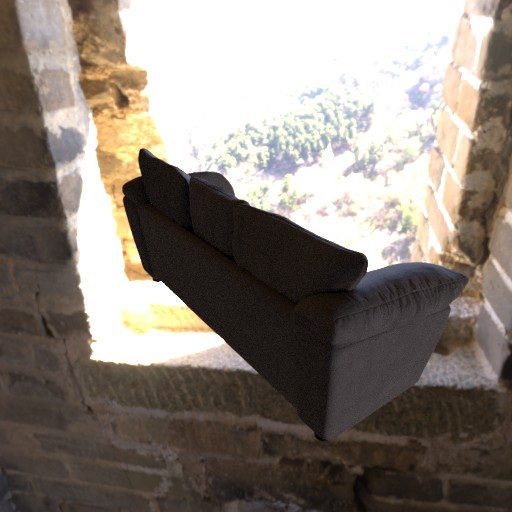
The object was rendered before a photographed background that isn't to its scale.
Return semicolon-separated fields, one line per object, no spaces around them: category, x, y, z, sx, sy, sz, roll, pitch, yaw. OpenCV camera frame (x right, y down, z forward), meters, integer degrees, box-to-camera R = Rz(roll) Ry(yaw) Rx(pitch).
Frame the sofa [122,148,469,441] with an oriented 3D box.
sofa;0.000;0.000;2.833;0.878;1.073;2.336;-18;32;-32
